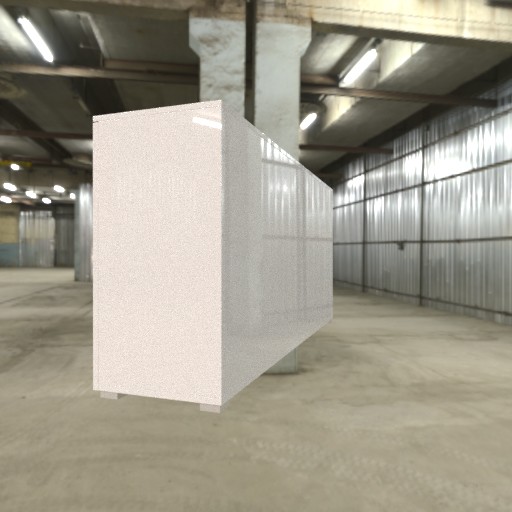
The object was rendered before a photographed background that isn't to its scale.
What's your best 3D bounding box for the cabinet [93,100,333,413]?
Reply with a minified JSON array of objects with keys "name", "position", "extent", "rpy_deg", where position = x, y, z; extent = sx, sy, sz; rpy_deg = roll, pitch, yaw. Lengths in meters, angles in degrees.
[{"name":"cabinet","position":[0.000,0.000,1.974],"extent":[0.400,0.800,1.650],"rpy_deg":[0,0,20]}]
